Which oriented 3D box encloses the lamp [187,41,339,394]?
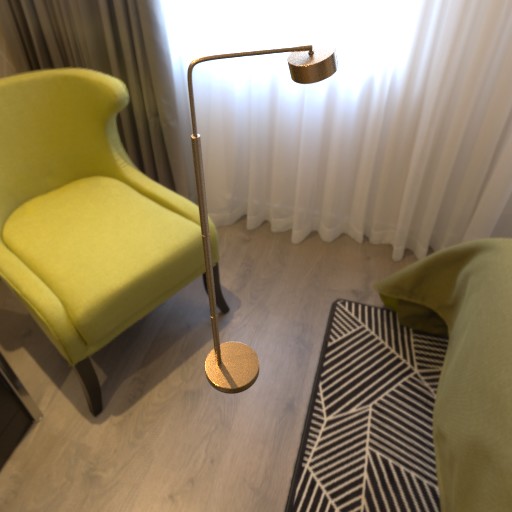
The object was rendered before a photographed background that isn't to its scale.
[{"bbox_3d":[0.000,0.000,1.405,0.418,1.230,0.219,-10,44,-10],"label":"lamp"}]
